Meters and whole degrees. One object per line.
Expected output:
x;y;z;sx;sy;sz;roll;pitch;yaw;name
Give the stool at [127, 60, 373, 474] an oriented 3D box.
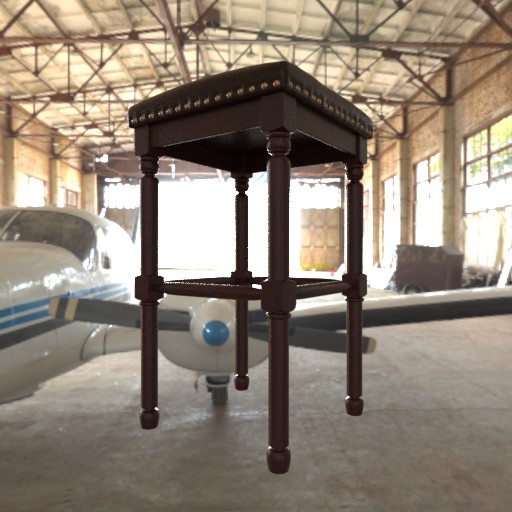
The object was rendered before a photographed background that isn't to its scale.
0.000;0.000;0.949;0.383;0.702;0.382;0;0;35;stool
